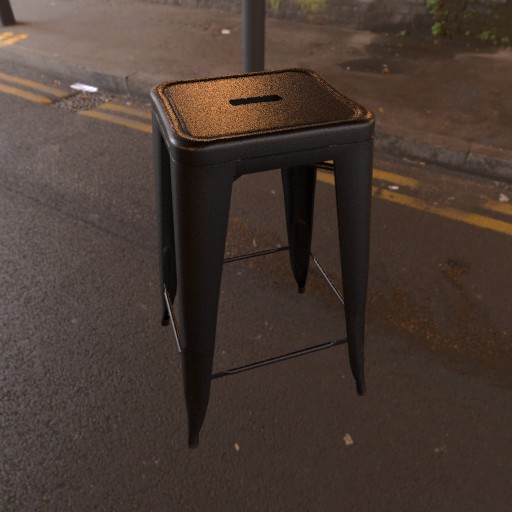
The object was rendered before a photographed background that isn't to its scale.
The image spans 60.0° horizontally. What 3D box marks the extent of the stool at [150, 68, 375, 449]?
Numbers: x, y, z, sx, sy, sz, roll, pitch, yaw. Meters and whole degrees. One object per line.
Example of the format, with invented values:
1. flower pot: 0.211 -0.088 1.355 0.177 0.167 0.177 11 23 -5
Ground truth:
1. stool: 0.000 0.000 0.855 0.399 0.609 0.359 -12 41 -14
